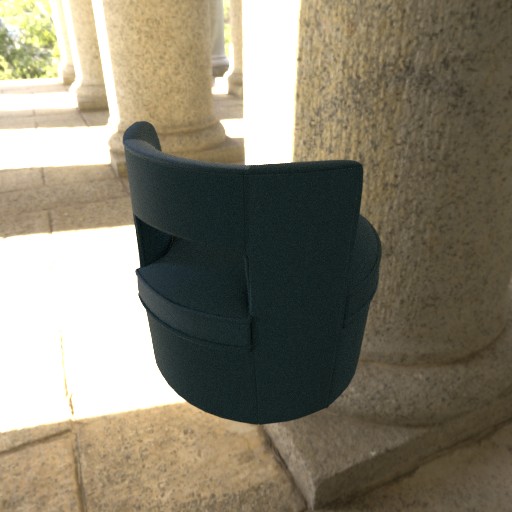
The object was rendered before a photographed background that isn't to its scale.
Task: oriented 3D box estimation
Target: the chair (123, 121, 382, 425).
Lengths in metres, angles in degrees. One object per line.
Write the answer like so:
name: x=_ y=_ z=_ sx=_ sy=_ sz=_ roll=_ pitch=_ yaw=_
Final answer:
chair: x=0.000 y=0.000 z=1.251 sx=0.684 sy=0.711 sz=0.660 roll=19 pitch=34 yaw=31
